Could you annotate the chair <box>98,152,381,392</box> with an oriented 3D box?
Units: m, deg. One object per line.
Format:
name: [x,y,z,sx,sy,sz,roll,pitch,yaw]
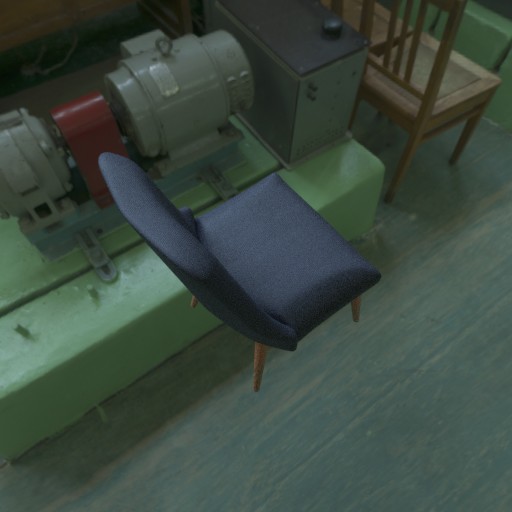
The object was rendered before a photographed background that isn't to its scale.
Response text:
chair: [0.000,0.000,1.187,0.567,0.820,0.504,-33,64,-19]
